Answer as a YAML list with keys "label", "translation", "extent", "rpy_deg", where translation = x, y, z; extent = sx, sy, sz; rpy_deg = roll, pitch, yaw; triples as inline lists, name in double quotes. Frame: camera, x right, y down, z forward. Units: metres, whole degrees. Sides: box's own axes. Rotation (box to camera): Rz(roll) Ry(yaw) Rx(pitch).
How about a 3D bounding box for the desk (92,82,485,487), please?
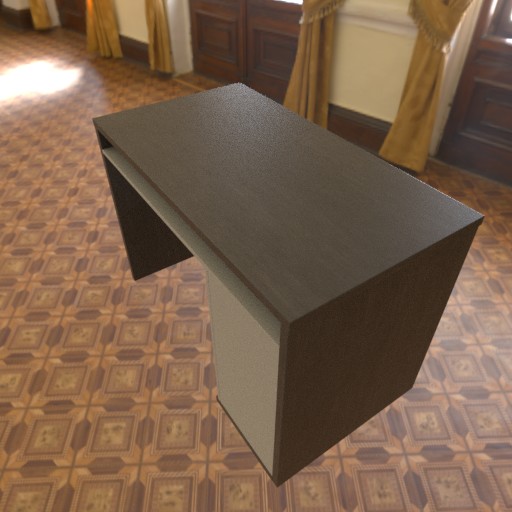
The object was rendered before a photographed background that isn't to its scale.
- label: "desk"
  translation: [0.000, 0.000, 1.540]
  extent: [0.600, 0.750, 1.100]
  rpy_deg: [-24, 46, -25]
